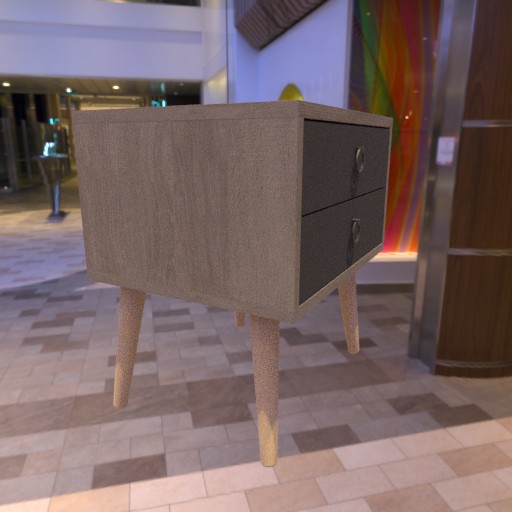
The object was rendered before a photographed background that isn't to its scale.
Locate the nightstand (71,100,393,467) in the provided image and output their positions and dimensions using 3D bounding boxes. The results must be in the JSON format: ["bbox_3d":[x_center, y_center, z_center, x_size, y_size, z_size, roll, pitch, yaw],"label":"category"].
[{"bbox_3d":[0.000,0.000,0.823,0.380,0.500,0.450,8,17,28],"label":"nightstand"}]
